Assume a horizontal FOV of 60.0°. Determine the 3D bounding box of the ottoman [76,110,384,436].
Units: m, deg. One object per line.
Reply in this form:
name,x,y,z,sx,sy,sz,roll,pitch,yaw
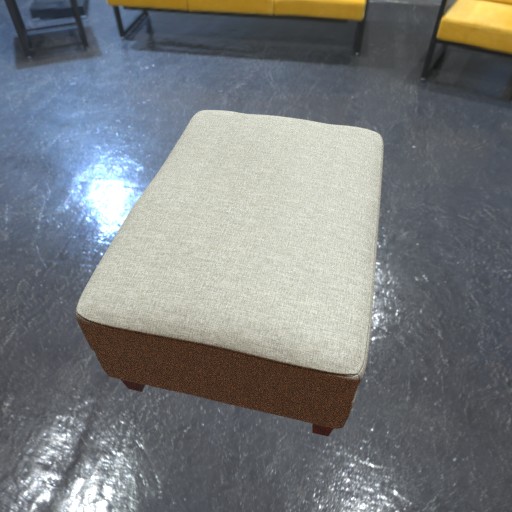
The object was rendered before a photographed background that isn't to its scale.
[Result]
ottoman,0.000,0.000,1.284,0.639,0.494,0.873,10,48,9
